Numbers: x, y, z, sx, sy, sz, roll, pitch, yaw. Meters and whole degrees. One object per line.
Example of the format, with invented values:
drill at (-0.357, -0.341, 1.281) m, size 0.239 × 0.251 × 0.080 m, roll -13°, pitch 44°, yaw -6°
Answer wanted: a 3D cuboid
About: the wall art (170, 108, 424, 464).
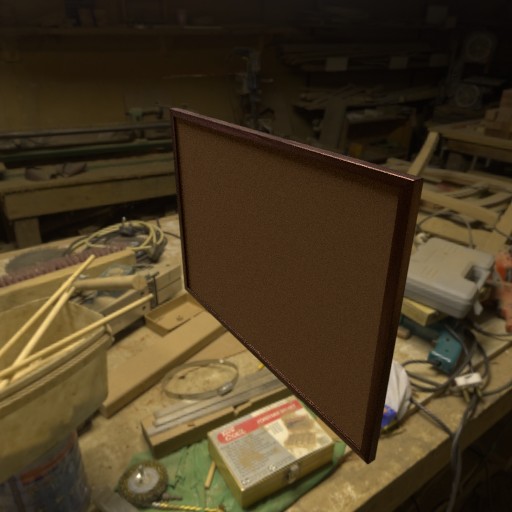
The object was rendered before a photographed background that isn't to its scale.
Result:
wall art at (0.000, 0.000, 0.555) m, size 0.012 × 0.304 × 0.431 m, roll -17°, pitch 31°, yaw -30°
